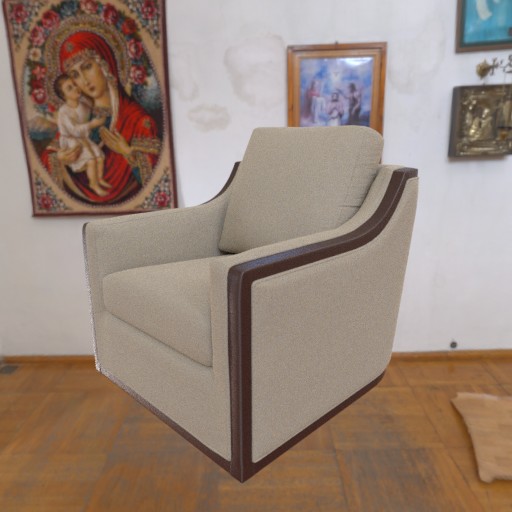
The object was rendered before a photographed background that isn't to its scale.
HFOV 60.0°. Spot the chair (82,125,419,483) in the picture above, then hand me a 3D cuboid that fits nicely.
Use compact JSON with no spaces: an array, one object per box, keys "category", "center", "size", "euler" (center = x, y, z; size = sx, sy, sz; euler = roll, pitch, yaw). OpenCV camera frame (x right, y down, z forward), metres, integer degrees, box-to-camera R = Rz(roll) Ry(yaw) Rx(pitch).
[{"category":"chair","center":[0.000,0.000,1.639],"size":[0.950,0.930,0.870],"euler":[-14,21,-43]}]
